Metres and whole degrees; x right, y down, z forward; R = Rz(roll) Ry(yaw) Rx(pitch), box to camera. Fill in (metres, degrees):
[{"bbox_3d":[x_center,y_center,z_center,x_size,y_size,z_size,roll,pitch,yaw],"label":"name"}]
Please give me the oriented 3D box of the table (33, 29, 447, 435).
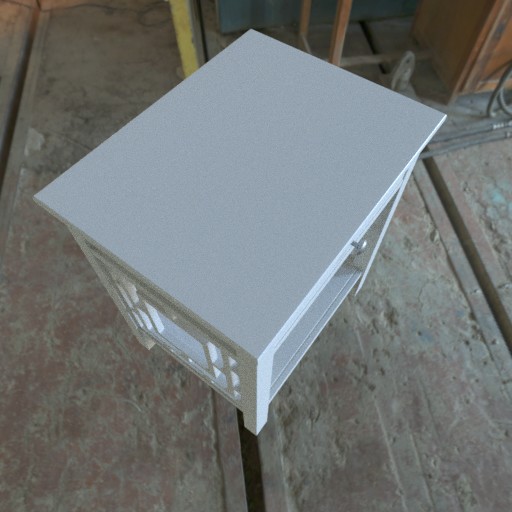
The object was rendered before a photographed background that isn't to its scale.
[{"bbox_3d":[0.000,0.000,1.011,0.451,0.646,0.564,33,64,18],"label":"table"}]
